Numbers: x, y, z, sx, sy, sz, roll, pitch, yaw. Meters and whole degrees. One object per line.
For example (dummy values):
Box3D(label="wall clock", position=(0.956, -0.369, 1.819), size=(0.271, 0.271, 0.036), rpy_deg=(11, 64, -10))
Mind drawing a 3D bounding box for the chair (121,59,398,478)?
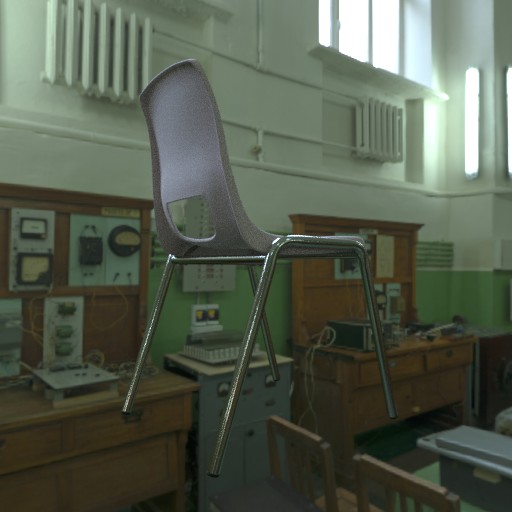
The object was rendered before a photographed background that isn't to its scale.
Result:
Box3D(label="chair", position=(0.000, 0.000, 0.911), size=(0.436, 0.653, 0.381), rpy_deg=(1, -1, -38))
